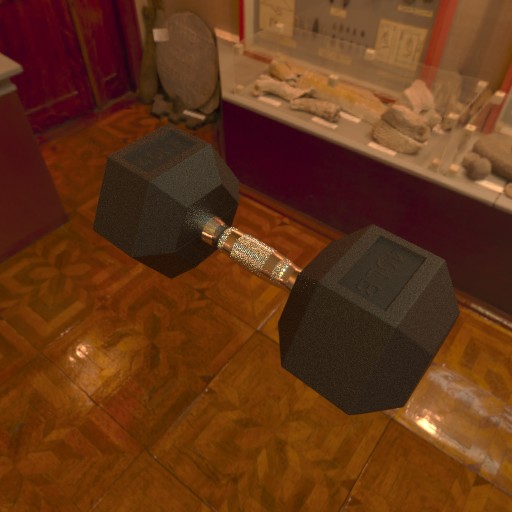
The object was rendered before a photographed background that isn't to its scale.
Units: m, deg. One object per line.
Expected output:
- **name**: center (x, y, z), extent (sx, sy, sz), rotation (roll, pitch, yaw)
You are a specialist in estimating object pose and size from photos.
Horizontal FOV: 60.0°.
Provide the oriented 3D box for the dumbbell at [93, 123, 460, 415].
- **dumbbell**: center (0.000, 0.000, 0.431), extent (0.361, 0.137, 0.157), rotation (31, 54, 26)
